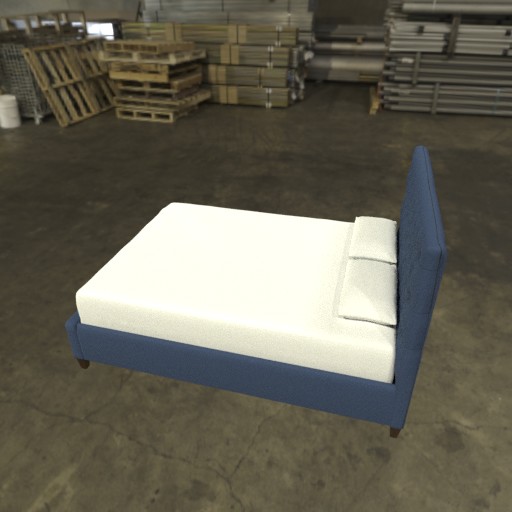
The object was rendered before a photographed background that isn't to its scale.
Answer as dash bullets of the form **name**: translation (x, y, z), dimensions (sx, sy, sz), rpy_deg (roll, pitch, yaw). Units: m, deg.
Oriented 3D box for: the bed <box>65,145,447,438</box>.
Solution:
- **bed**: translation (0.000, 0.000, 3.434), dimensions (2.387, 1.427, 1.706), rpy_deg (8, 32, 13)
